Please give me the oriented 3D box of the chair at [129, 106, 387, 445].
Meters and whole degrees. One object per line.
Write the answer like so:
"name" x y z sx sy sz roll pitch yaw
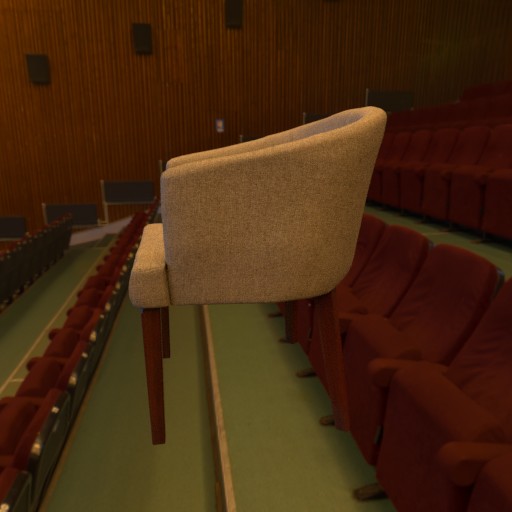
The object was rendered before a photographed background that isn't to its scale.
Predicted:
"chair" 0.000 0.000 1.264 0.655 0.811 0.583 -2 15 -10
